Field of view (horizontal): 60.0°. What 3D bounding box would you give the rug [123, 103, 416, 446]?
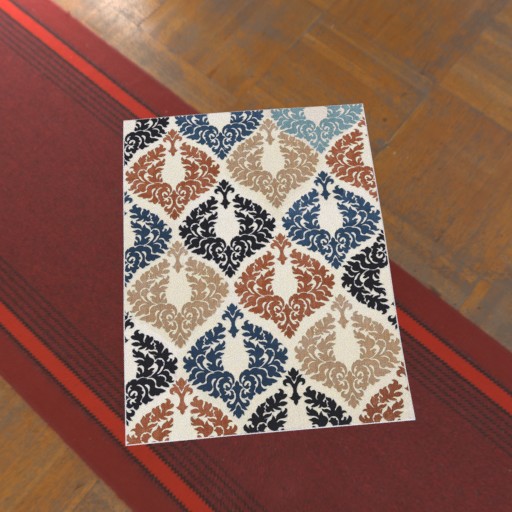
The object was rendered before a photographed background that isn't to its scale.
[{"bbox_3d":[0.000,0.000,4.063,2.423,0.014,3.040,-5,75,-1],"label":"rug"}]
